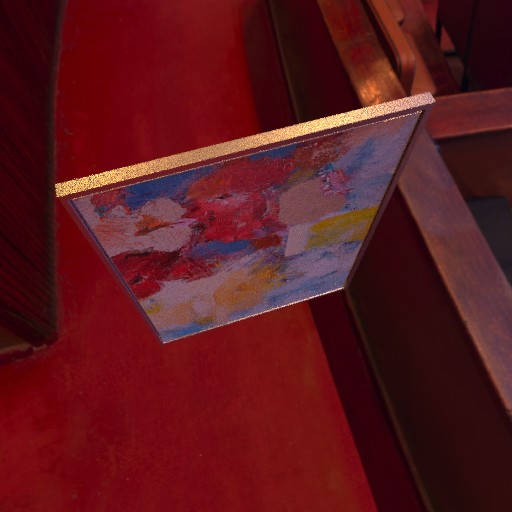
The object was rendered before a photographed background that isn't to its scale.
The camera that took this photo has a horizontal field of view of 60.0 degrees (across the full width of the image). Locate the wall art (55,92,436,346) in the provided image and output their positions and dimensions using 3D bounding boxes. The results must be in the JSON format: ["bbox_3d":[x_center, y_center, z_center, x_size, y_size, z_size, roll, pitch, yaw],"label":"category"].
[{"bbox_3d":[0.000,0.000,1.383,0.816,1.046,0.030,-16,64,-8],"label":"wall art"}]
